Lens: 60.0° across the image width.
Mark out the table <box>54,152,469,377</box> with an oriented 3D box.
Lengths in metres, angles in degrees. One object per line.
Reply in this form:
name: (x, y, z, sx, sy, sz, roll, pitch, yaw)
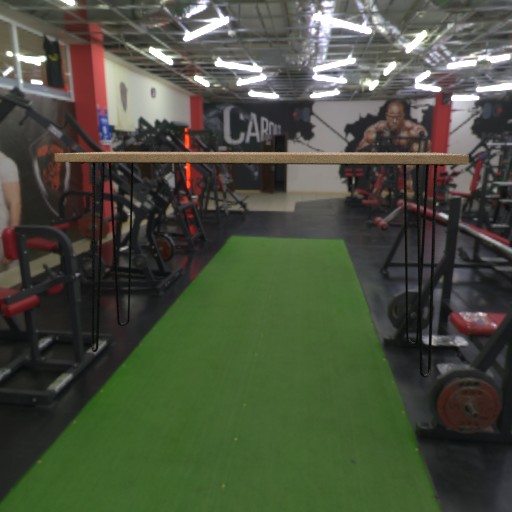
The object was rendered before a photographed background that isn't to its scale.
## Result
table: (0.000, 0.000, 1.768, 1.400, 0.799, 0.399, 2, 14, 9)
